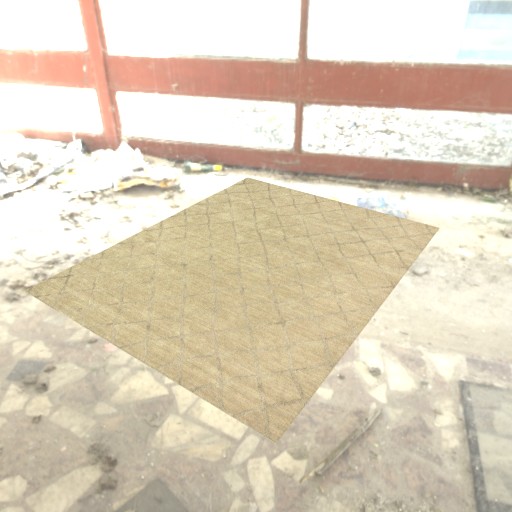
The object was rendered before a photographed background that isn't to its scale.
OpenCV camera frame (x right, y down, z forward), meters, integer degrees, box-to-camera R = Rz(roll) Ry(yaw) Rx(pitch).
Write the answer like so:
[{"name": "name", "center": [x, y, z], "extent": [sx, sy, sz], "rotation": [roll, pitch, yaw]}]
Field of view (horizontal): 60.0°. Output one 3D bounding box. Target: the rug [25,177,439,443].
[{"name": "rug", "center": [0.000, 0.000, 4.041], "extent": [2.420, 0.019, 3.038], "rotation": [20, 37, 30]}]
